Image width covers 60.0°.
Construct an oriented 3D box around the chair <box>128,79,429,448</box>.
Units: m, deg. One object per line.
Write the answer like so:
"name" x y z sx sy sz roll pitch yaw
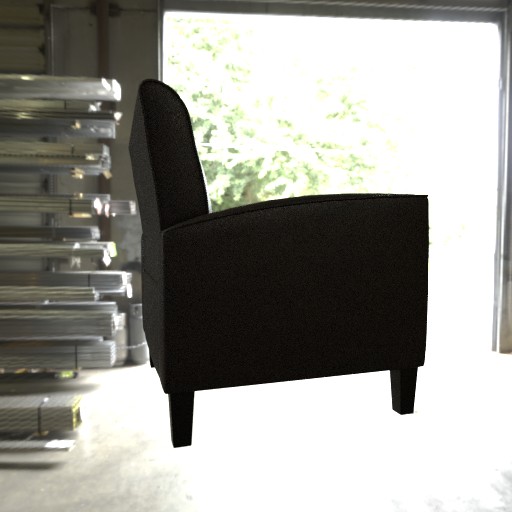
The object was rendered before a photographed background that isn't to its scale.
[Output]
"chair" 0.000 0.000 1.537 0.819 0.916 0.820 -1 3 -18
